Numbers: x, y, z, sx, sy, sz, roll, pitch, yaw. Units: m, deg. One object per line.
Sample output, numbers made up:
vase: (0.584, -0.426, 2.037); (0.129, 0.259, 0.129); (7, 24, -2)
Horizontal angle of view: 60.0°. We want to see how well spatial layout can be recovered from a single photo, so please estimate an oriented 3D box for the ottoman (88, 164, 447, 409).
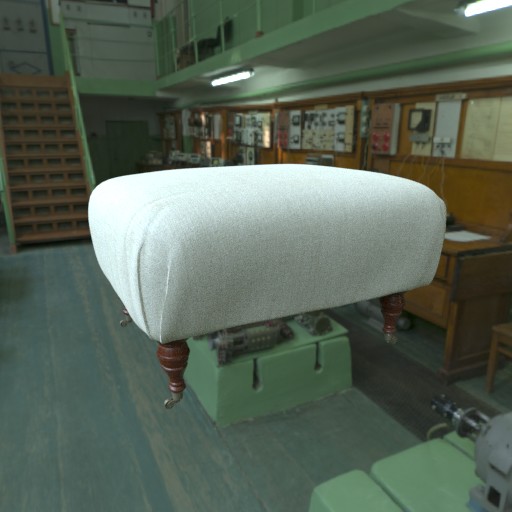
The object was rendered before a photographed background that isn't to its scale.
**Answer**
ottoman: (0.000, 0.000, 1.143); (0.747, 0.450, 0.622); (-8, 18, -27)
